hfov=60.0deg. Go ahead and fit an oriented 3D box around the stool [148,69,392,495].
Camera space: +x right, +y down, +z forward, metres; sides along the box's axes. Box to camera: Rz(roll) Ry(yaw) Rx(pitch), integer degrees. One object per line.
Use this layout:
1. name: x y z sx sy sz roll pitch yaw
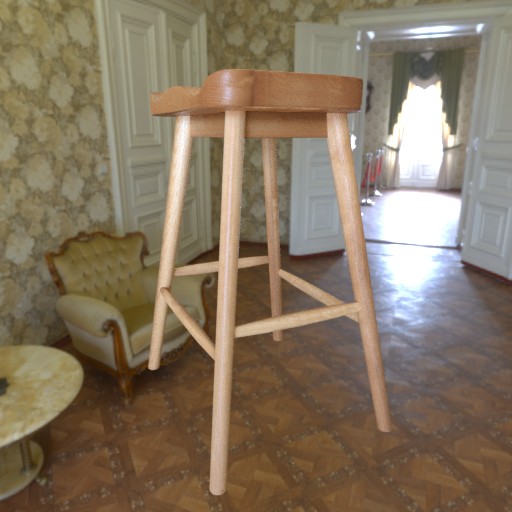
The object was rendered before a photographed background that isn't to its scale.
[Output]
1. stool: 0.000 0.000 0.857 0.361 0.615 0.440 -8 17 -25
